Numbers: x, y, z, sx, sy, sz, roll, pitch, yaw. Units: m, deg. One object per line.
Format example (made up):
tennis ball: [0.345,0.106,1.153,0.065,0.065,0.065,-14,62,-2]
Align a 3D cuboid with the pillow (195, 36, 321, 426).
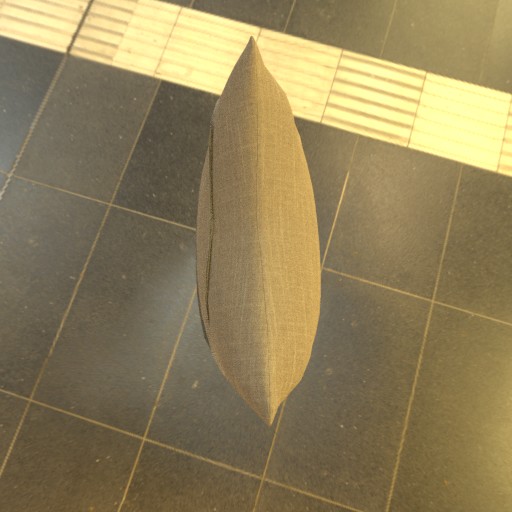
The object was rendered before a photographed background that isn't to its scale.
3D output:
pillow: [0.000,0.000,0.634,0.169,0.400,0.424,-2,77,-1]
